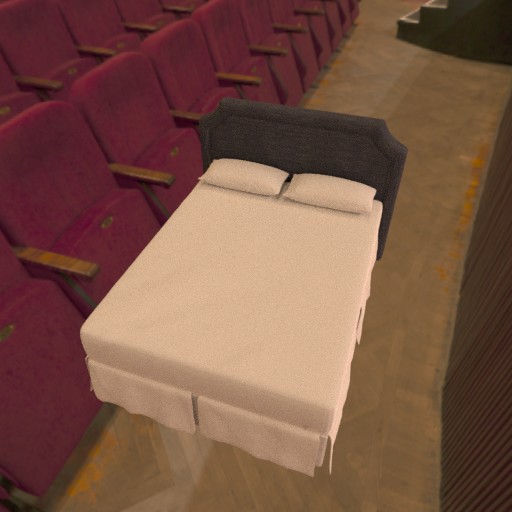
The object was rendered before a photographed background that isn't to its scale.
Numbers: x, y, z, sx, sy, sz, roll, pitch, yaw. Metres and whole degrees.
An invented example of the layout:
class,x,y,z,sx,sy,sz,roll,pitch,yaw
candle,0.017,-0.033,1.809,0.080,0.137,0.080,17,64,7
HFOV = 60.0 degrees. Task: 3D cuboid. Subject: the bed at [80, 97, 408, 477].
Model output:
class,x,y,z,sx,sy,sz,roll,pitch,yaw
bed,0.000,0.000,3.065,1.693,1.290,2.116,13,43,14
